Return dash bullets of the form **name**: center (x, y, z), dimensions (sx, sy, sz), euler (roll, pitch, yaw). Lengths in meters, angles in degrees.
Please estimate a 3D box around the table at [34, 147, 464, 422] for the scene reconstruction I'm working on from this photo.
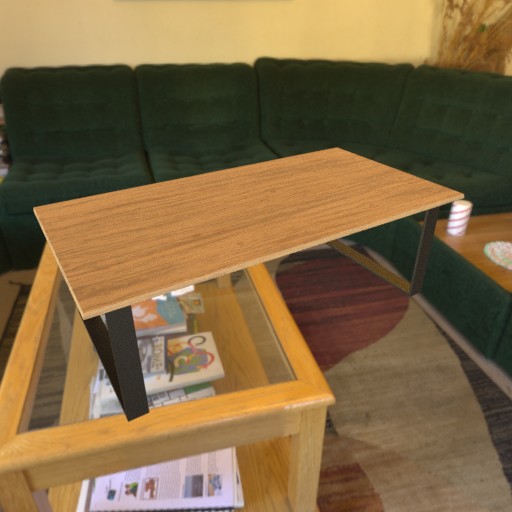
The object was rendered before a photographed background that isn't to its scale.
- **table**: center (0.000, 0.000, 1.645), dimensions (1.331, 0.445, 0.693), euler (-17, 34, -27)
